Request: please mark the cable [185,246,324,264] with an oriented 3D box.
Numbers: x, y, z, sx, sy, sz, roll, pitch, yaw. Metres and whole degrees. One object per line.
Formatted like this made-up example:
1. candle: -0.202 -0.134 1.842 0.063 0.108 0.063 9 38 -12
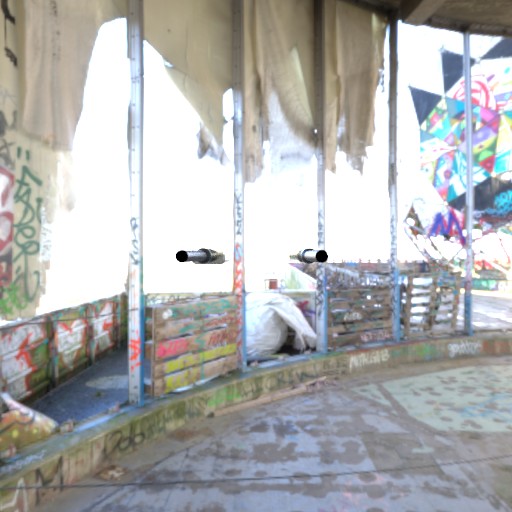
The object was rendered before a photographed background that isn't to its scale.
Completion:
1. cable: 0.000 0.000 0.111 0.040 0.006 0.098 0 0 1
